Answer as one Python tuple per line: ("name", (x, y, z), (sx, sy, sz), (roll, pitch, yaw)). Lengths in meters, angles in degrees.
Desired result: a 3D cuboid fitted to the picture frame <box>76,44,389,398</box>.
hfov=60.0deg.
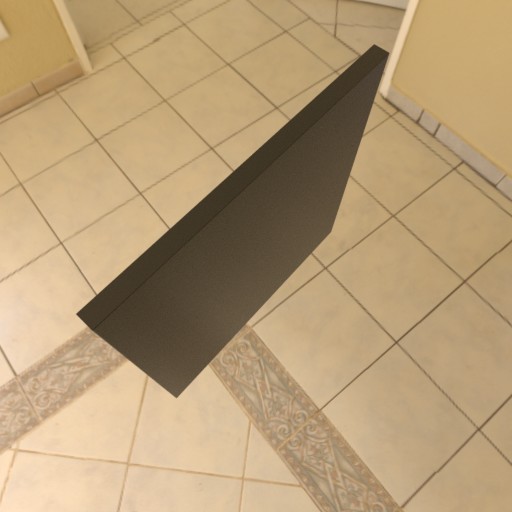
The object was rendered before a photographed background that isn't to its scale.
("picture frame", (0.000, 0.000, 0.819), (0.029, 0.557, 0.559), (39, 71, 16))
